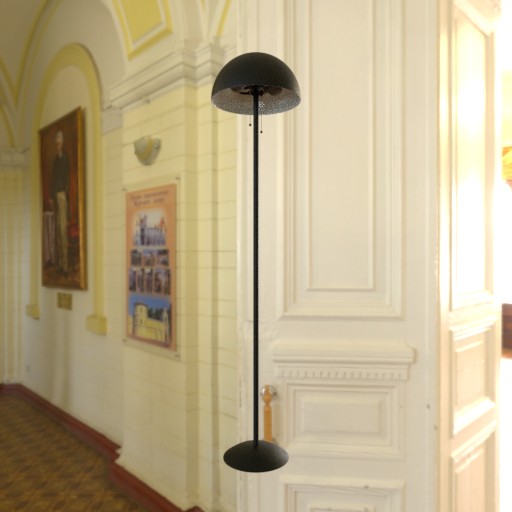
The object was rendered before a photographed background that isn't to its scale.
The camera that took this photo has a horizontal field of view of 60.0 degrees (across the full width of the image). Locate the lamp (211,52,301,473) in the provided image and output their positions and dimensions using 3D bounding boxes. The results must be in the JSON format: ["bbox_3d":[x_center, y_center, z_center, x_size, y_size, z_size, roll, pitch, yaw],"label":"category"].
[{"bbox_3d":[0.000,0.000,1.629,0.328,1.480,0.328,0,1,1],"label":"lamp"}]
